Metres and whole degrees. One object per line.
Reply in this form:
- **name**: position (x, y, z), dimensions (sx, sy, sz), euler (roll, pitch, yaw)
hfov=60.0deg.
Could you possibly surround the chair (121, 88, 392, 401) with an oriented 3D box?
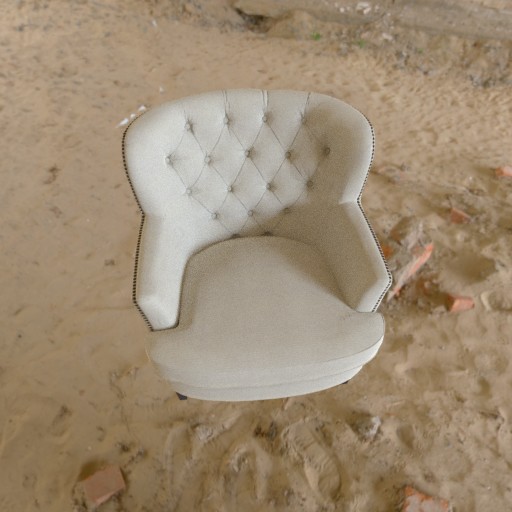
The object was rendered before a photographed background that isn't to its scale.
- **chair**: position (0.000, 0.000, 1.614), dimensions (0.848, 0.868, 0.906), euler (-4, 46, -4)
